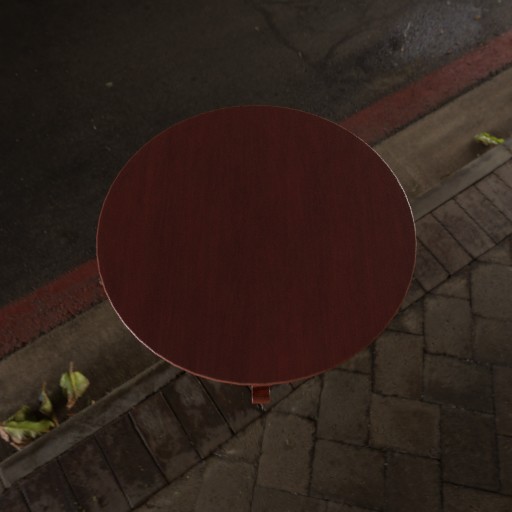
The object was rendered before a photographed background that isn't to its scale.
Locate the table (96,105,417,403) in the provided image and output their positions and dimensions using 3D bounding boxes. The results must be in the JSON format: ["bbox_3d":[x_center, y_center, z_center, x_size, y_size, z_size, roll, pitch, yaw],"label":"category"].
[{"bbox_3d":[0.000,0.000,1.649,1.029,0.486,1.029,0,63,0],"label":"table"}]
